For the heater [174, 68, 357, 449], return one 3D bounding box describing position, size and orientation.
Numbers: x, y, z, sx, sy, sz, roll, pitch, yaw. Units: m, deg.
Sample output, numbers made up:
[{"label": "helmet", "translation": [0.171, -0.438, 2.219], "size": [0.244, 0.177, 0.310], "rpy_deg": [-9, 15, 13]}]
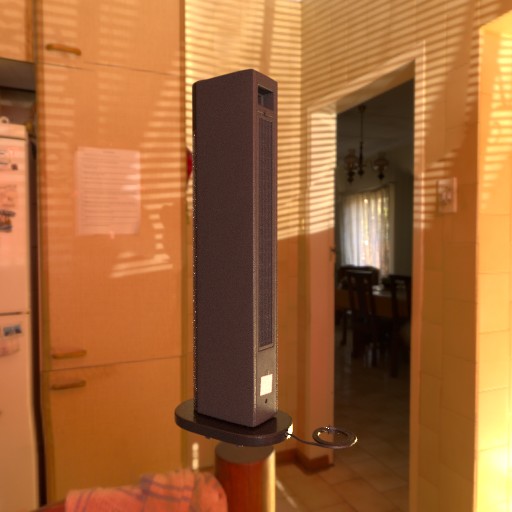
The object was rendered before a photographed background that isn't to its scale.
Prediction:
[{"label": "heater", "translation": [0.000, 0.000, 1.066], "size": [0.458, 0.856, 0.214], "rpy_deg": [1, 2, 36]}]
